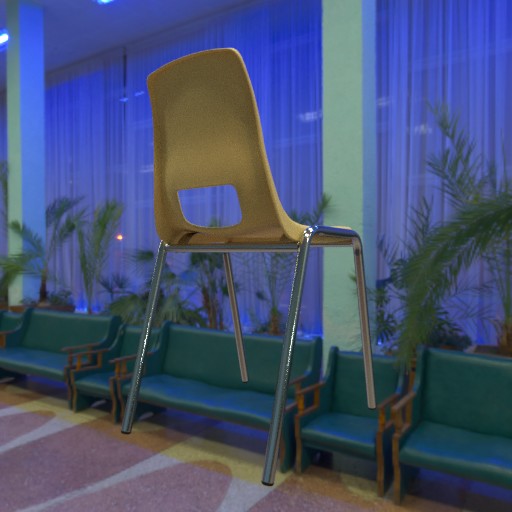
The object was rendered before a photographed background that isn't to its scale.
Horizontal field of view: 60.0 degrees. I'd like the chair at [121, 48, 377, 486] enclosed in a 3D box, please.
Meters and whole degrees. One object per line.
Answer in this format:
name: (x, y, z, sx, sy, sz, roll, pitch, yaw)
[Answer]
chair: (0.000, 0.000, 0.947, 0.381, 0.704, 0.436, 0, 1, 35)
